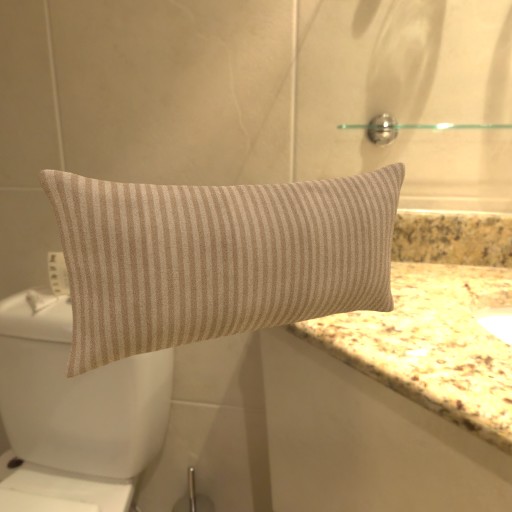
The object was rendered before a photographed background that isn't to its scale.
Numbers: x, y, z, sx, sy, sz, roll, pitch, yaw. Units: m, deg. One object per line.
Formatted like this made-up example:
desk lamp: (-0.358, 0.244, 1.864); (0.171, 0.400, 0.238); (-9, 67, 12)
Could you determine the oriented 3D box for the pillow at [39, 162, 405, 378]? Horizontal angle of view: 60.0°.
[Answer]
pillow: (0.000, 0.000, 0.731); (0.617, 0.295, 0.151); (-7, 16, -25)
